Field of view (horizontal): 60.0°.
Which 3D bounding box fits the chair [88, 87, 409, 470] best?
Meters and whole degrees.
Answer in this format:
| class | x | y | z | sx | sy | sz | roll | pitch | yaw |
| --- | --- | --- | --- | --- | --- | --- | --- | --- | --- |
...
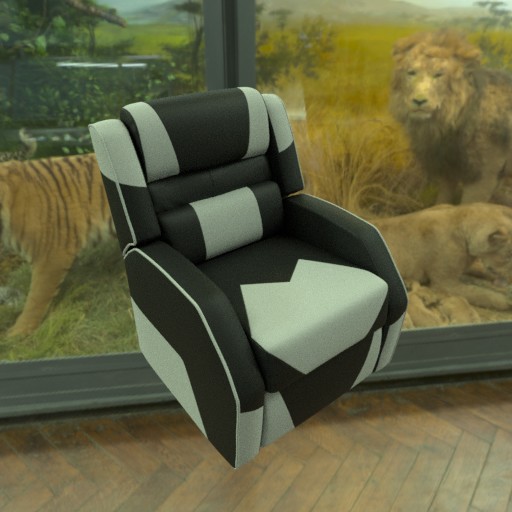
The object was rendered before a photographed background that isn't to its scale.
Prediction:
| class | x | y | z | sx | sy | sz | roll | pitch | yaw |
| --- | --- | --- | --- | --- | --- | --- | --- | --- | --- |
| chair | 0.000 | 0.000 | 1.282 | 0.620 | 0.805 | 0.672 | -22 | 38 | -31 |
